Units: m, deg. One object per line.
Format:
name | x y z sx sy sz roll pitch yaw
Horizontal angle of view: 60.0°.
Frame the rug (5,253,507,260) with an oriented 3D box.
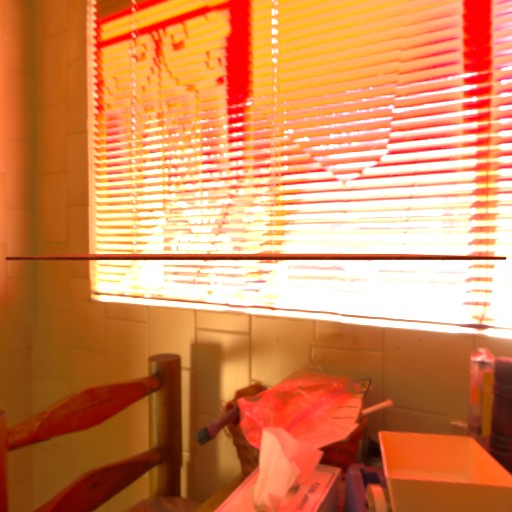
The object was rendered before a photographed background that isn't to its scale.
rug | 0.000 0.000 2.220 1.829 0.014 1.219 0 1 -1
